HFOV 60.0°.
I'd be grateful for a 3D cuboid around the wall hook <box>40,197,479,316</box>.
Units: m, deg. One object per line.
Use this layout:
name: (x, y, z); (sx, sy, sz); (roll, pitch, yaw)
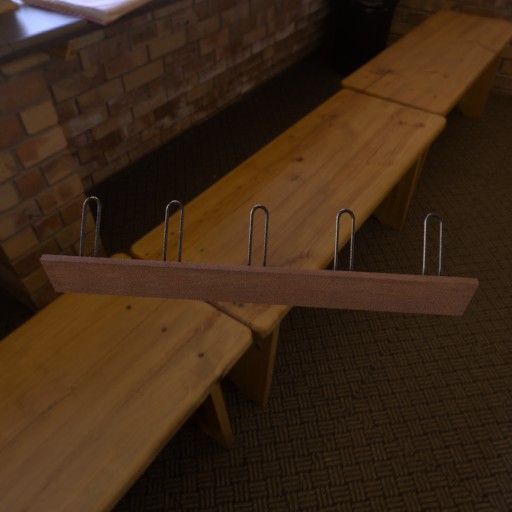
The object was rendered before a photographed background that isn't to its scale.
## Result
wall hook: (0.000, 0.000, 0.591); (0.554, 0.116, 0.076); (3, 46, 3)
